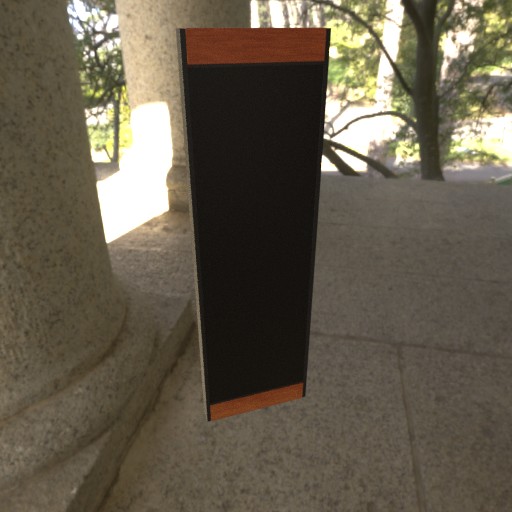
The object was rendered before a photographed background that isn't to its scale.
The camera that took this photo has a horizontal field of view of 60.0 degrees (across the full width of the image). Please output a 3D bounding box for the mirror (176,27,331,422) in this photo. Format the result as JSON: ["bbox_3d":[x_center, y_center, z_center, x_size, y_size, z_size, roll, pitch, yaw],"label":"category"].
[{"bbox_3d":[0.000,0.000,1.226,0.343,1.123,0.047,-9,29,-16],"label":"mirror"}]
